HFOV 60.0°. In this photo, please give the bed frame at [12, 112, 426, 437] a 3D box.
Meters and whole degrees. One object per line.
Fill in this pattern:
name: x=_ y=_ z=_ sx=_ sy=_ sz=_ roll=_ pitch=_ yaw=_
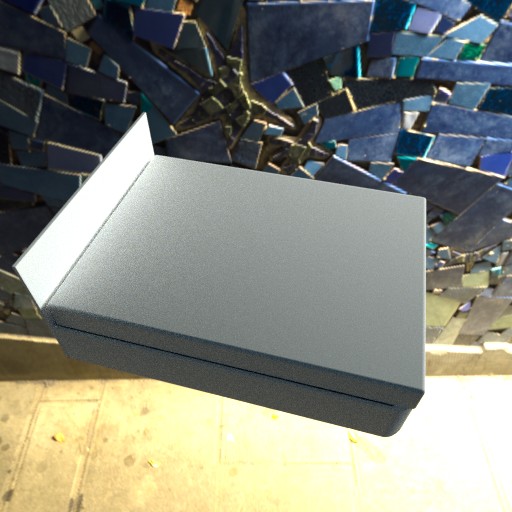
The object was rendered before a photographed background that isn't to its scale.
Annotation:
bed frame: x=0.000 y=0.000 z=2.580 sx=1.900 sy=0.800 sz=1.400 roll=11 pitch=48 yaw=10
